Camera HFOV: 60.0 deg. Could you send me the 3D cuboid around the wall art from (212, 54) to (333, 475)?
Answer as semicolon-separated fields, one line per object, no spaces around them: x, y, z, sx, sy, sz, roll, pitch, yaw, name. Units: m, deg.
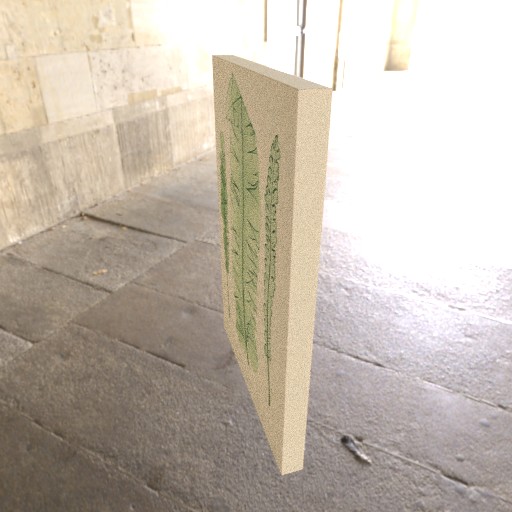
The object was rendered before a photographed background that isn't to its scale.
0.000;0.000;0.772;0.038;0.608;0.418;-8;30;-15;wall art
